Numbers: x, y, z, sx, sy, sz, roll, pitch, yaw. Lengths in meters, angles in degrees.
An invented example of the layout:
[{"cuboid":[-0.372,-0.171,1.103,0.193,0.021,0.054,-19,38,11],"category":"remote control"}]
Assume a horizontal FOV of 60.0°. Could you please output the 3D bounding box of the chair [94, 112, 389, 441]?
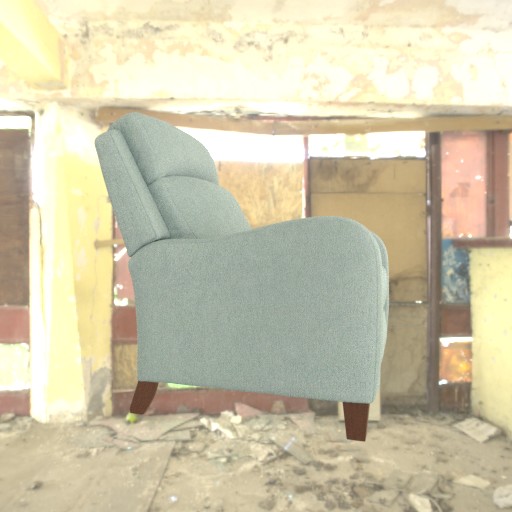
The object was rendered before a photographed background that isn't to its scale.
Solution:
[{"cuboid":[0.000,0.000,1.745,0.988,1.067,0.785,0,1,18],"category":"chair"}]
